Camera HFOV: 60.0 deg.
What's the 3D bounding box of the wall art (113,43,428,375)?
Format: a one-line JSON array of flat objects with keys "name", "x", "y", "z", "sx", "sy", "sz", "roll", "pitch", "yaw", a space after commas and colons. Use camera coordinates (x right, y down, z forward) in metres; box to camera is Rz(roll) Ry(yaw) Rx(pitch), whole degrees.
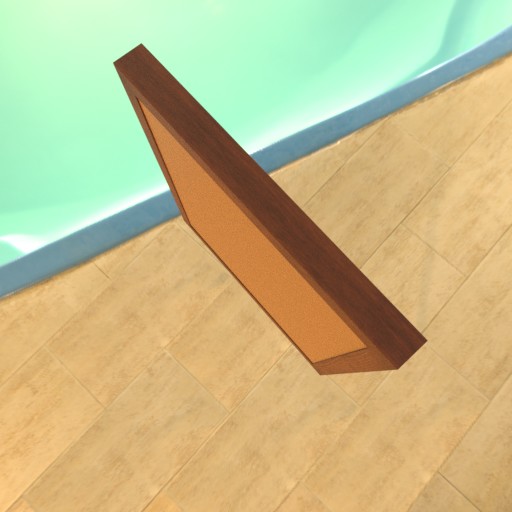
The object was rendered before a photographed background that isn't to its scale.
[{"name": "wall art", "x": 0.000, "y": 0.000, "z": 0.523, "sx": 0.030, "sy": 0.381, "sz": 0.330, "roll": -40, "pitch": 78, "yaw": -10}]
